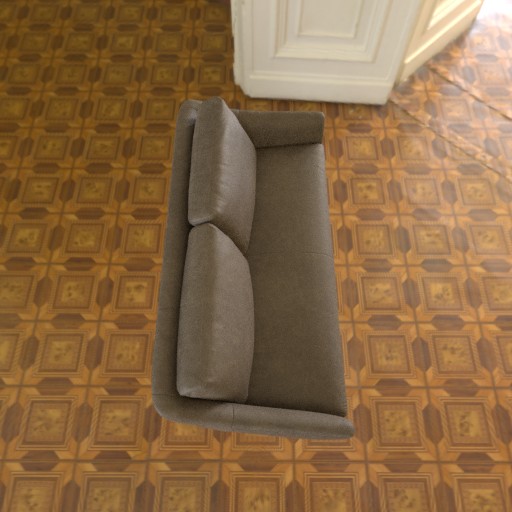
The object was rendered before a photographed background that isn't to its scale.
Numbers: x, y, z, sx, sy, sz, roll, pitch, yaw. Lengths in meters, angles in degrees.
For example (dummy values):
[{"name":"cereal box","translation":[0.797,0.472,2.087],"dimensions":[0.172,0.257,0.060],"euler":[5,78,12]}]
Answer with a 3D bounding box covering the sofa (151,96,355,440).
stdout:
[{"name":"sofa","translation":[0.000,0.000,2.647],"dimensions":[0.960,0.902,2.036],"euler":[0,64,0]}]
